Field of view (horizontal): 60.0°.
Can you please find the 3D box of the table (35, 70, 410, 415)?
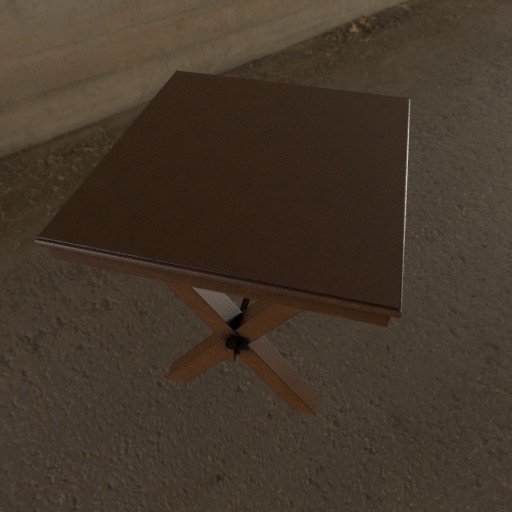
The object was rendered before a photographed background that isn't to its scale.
[{"bbox_3d":[0.000,0.000,1.044,0.560,0.562,0.602,11,48,10],"label":"table"}]
